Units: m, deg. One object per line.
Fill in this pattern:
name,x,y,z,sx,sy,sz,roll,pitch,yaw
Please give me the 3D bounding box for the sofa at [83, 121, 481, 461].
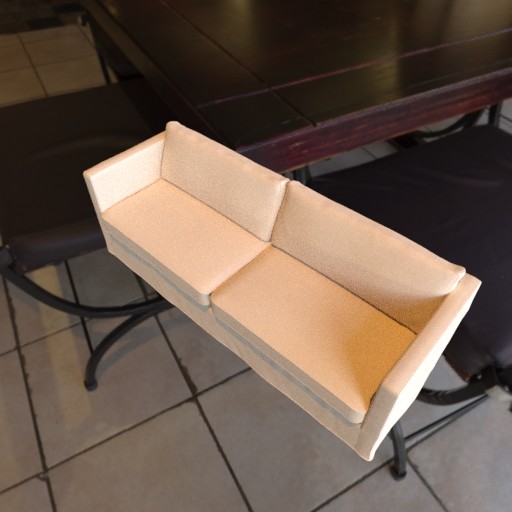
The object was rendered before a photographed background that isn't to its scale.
sofa,0.000,0.000,3.267,2.779,0.999,1.036,33,54,28
